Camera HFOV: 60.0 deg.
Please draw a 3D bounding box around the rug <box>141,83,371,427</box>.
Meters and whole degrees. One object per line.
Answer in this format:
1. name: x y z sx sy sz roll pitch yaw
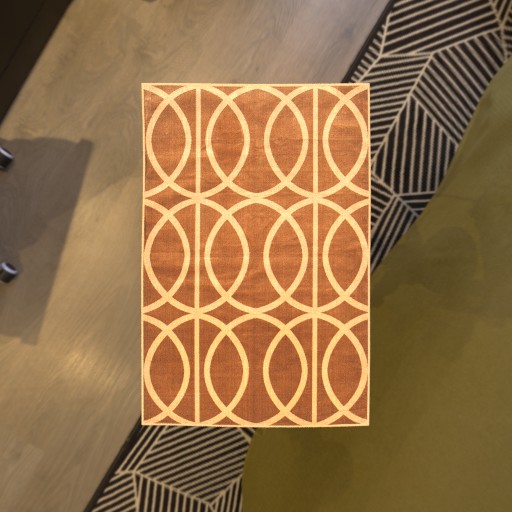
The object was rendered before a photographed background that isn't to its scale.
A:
1. rug: 0.000 0.000 2.952 1.526 0.014 2.290 0 91 0
